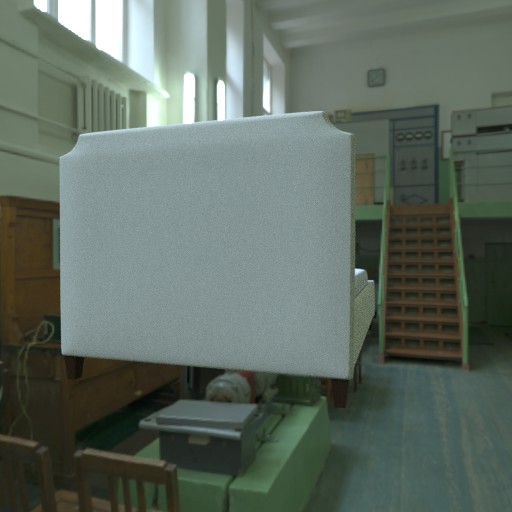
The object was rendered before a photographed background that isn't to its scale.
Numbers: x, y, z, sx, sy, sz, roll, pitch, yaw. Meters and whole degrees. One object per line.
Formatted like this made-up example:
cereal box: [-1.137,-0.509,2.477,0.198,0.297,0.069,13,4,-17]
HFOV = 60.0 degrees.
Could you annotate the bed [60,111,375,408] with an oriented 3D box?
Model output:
bed: [0.000,0.000,3.451,1.712,1.443,2.372,0,1,18]
